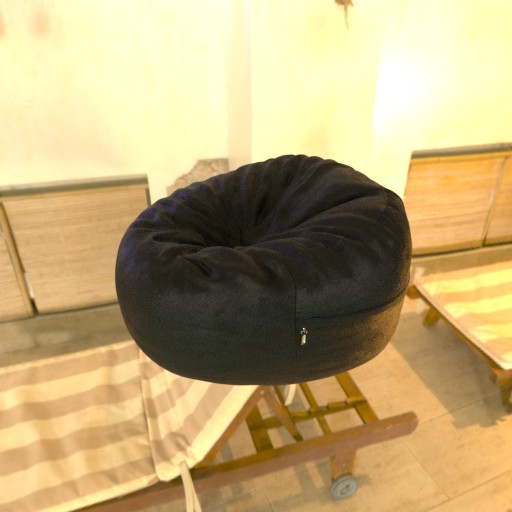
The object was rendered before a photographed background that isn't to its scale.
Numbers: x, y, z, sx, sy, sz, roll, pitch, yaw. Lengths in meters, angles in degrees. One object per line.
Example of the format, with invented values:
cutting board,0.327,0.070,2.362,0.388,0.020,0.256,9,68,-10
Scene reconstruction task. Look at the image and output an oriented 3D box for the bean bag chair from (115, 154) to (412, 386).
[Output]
bean bag chair,0.000,0.000,2.469,1.524,0.878,1.524,-9,30,-15
